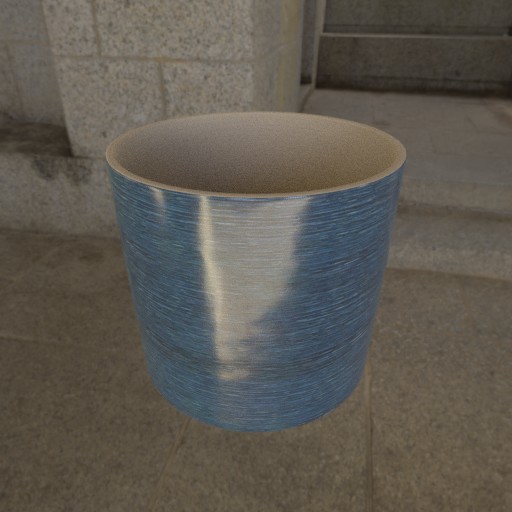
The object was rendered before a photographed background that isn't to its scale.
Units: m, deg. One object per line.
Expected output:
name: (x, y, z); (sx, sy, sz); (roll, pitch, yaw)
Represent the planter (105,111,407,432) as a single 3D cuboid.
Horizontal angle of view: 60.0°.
planter: (0.000, 0.000, 0.389); (0.221, 0.201, 0.221); (0, 30, 0)
